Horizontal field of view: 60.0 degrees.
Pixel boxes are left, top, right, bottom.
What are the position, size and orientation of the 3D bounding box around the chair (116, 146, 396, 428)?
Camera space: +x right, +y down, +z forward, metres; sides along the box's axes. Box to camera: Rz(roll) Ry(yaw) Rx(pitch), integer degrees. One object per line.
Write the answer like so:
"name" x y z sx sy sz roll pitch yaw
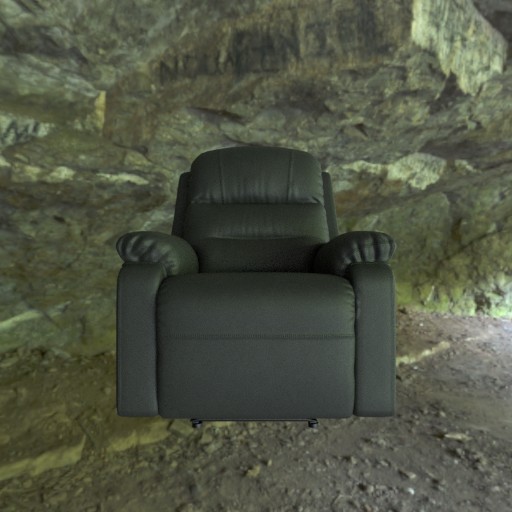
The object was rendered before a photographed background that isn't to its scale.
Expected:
"chair" 0.000 0.000 1.659 0.855 0.992 0.919 0 0 0
